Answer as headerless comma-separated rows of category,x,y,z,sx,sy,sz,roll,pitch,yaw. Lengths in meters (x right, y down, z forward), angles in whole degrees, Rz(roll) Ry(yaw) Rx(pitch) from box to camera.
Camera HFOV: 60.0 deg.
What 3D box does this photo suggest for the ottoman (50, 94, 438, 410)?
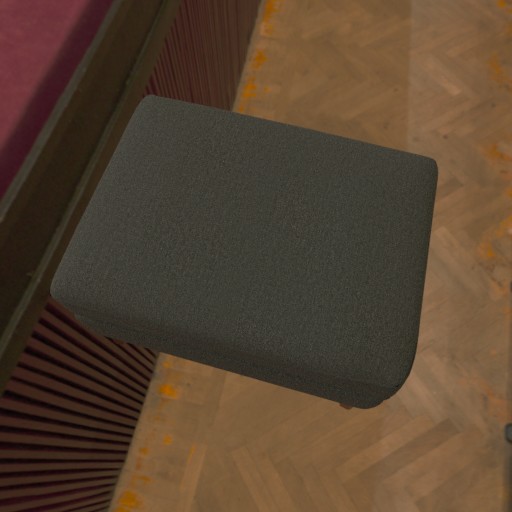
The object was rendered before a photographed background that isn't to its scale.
ottoman,0.000,0.000,1.256,0.835,0.503,0.629,14,66,6
